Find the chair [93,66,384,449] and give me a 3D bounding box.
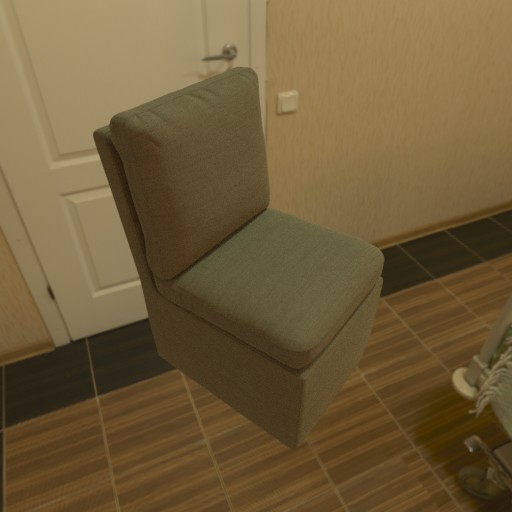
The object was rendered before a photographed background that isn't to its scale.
[{"bbox_3d":[0.000,0.000,1.352,0.698,0.927,0.503,26,46,28],"label":"chair"}]
